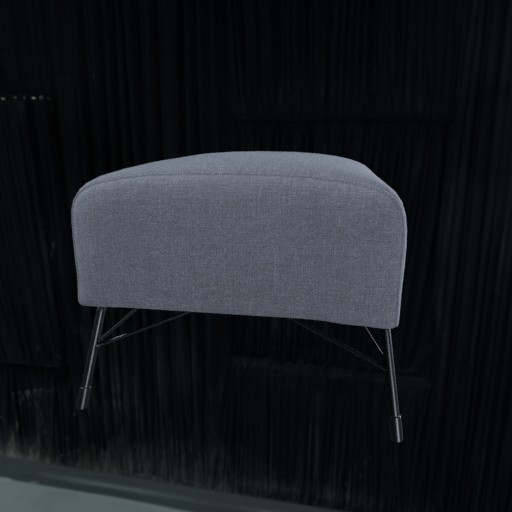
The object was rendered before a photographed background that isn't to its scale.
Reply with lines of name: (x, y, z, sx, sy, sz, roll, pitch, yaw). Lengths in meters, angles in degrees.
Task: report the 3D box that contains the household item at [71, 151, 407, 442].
household item: (0.000, 0.000, 0.897, 0.530, 0.410, 0.530, 2, 15, 9)
